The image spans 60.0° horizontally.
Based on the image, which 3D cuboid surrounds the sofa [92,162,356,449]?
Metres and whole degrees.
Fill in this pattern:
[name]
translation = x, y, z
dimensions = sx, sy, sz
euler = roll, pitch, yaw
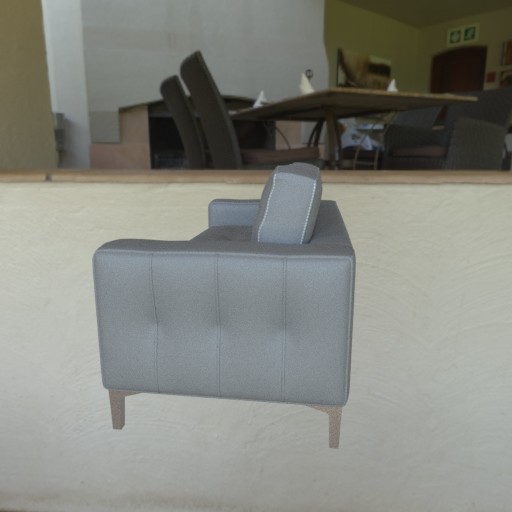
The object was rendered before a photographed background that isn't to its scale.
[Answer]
[sofa]
translation = 0.000, 0.000, 2.183
dimensions = 0.833, 0.893, 1.726
euler = 2, 13, 8
